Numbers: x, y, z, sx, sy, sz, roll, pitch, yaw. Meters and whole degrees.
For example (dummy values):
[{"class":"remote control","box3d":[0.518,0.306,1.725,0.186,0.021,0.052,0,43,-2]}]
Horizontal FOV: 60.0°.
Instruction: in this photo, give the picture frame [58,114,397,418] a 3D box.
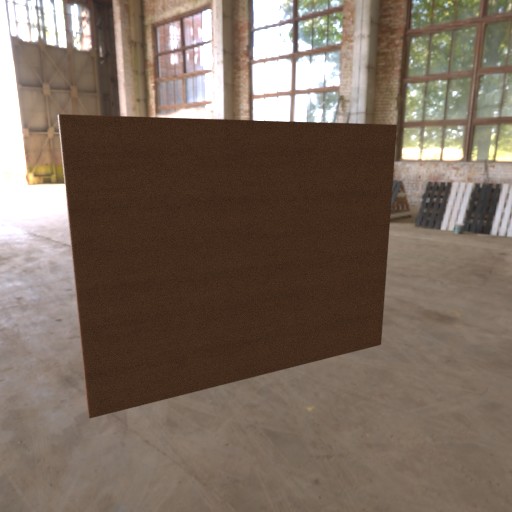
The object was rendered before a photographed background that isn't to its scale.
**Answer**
[{"class":"picture frame","box3d":[0.000,0.000,1.740,1.329,1.018,0.045,-7,15,-26]}]
